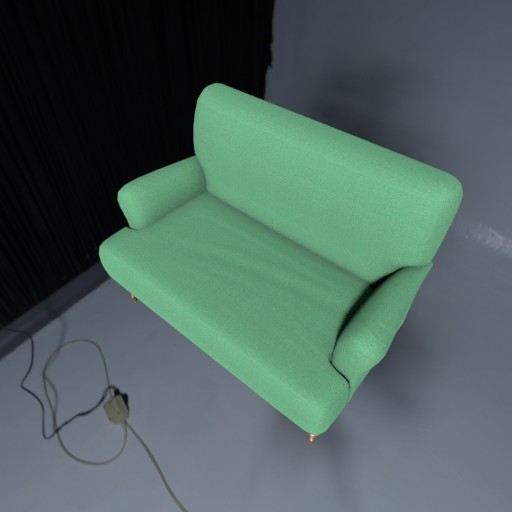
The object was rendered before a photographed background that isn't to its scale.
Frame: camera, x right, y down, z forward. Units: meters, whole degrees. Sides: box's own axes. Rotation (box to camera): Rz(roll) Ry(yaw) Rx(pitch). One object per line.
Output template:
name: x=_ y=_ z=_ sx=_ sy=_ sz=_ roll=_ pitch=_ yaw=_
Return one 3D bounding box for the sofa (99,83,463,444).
sofa: x=0.000 y=0.000 z=1.819 sx=1.297 sy=0.889 sz=0.779 roll=31 pitch=53 yaw=27
